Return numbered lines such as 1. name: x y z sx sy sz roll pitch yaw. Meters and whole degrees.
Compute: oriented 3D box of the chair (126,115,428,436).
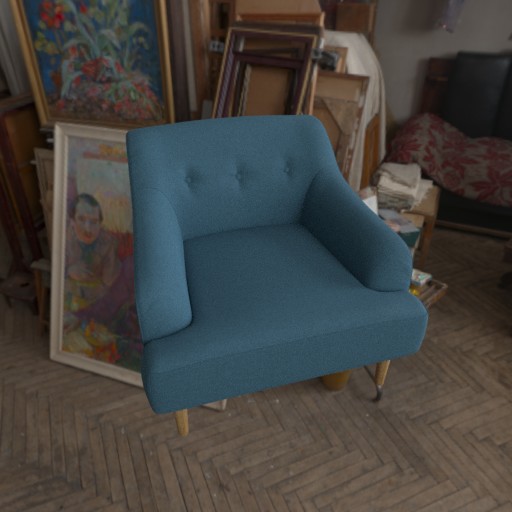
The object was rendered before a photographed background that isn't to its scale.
1. chair: 0.000 0.000 1.695 0.946 0.818 0.951 -9 34 -14
